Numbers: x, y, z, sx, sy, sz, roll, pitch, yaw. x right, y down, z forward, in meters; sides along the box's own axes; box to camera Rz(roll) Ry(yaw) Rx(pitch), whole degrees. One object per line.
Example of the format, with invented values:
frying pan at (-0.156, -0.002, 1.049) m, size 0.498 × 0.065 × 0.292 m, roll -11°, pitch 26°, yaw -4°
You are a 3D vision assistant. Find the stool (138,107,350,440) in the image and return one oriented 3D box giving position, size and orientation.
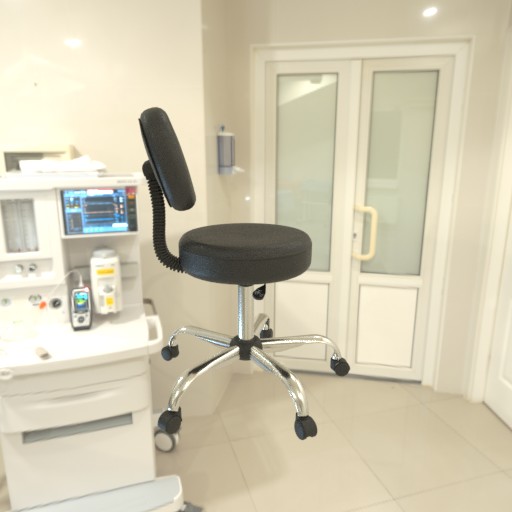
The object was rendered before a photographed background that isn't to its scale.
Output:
stool at (0.000, 0.000, 1.369) m, size 0.648 × 0.862 × 0.673 m, roll -2°, pitch 14°, yaw -10°
